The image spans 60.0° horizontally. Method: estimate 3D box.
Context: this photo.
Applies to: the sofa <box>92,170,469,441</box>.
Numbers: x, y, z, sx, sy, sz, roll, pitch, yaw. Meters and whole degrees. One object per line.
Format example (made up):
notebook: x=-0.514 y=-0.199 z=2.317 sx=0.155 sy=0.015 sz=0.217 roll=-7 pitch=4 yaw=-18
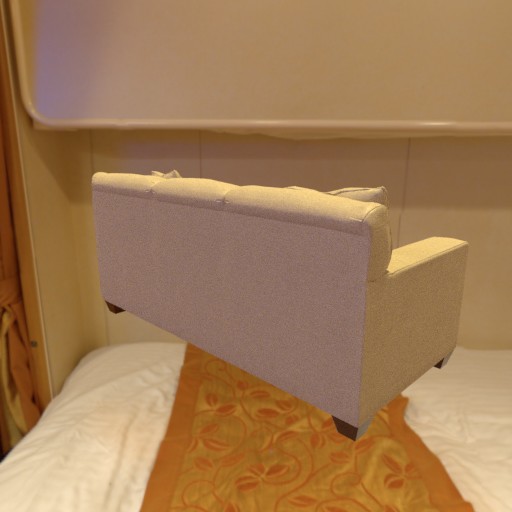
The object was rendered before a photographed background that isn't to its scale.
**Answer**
sofa: x=0.000 y=0.000 z=2.552 sx=2.024 sy=0.958 sz=0.997 roll=14 pitch=20 yaw=43
